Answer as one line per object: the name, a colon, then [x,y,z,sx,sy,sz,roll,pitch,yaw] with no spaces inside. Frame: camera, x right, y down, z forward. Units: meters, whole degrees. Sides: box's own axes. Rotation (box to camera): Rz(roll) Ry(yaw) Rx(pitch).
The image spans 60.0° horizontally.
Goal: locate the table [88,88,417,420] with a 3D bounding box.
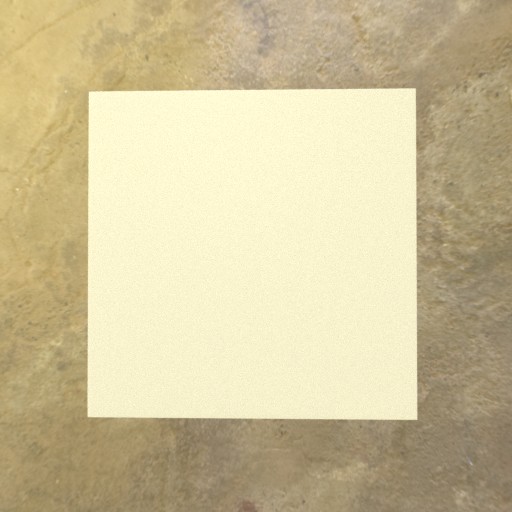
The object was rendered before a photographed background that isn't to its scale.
table: [0.000,0.000,0.754,0.381,0.483,0.381,0,89,1]
